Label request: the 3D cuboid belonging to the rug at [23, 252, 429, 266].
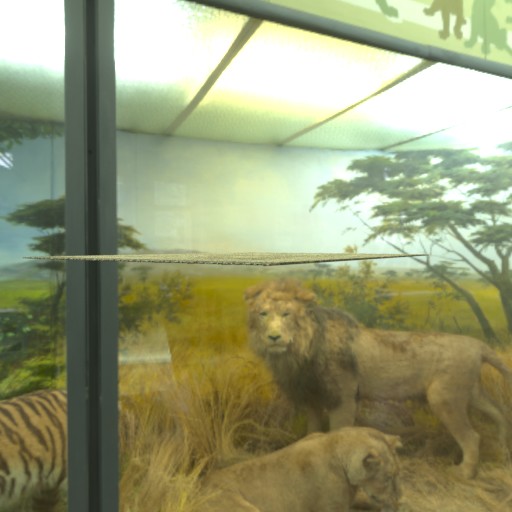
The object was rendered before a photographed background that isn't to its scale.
[{"bbox_3d":[0.000,0.000,4.309,2.431,0.017,3.291,1,2,35],"label":"rug"}]
